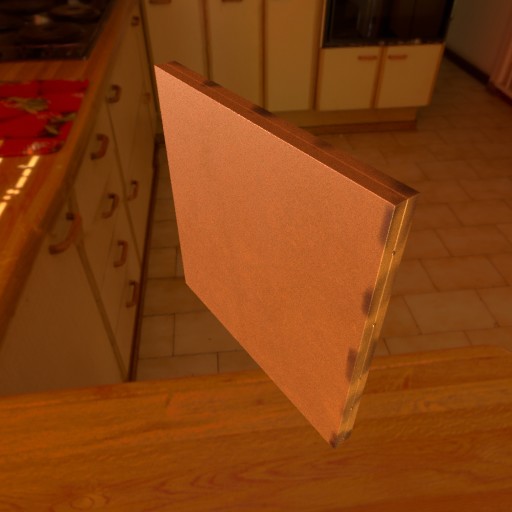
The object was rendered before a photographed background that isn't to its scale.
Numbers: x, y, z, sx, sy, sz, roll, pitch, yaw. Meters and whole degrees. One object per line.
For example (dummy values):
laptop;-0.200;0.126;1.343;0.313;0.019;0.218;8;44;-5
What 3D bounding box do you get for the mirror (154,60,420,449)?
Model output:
mirror;0.000;0.000;0.758;0.042;0.507;0.509;-26;48;-27
